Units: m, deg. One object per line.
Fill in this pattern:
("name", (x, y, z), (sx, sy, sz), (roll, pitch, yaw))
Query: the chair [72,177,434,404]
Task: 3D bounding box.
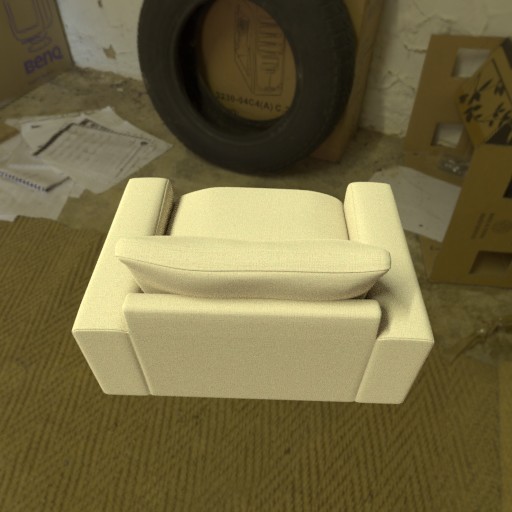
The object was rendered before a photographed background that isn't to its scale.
("chair", (0.000, 0.000, 2.116), (1.398, 0.915, 1.039), (1, 46, 1))
